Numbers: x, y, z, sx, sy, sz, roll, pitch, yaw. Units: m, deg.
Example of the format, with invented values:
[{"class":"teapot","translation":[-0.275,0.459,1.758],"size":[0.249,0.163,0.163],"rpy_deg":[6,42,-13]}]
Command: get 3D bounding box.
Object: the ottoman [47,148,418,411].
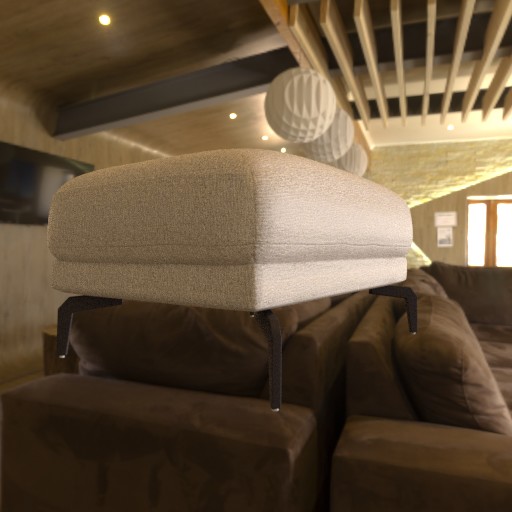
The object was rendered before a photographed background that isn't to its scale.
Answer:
[{"class":"ottoman","translation":[0.000,0.000,1.057],"size":[0.568,0.420,0.772],"rpy_deg":[1,1,35]}]
